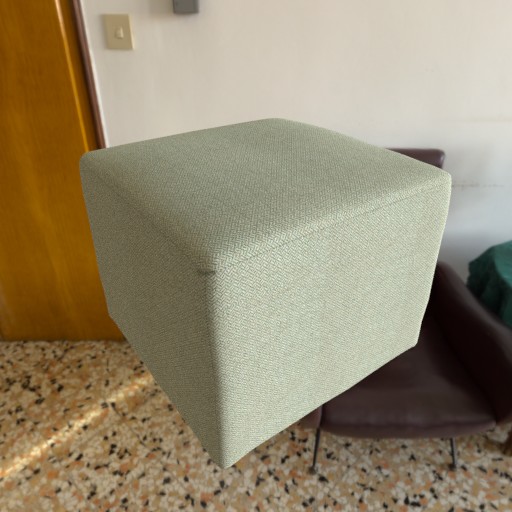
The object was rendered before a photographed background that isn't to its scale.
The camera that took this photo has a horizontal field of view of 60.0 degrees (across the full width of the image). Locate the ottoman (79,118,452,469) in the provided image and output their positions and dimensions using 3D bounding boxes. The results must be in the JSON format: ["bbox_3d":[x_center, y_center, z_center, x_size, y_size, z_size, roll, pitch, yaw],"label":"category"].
[{"bbox_3d":[0.000,0.000,0.913,0.521,0.453,0.512,-21,36,-30],"label":"ottoman"}]
